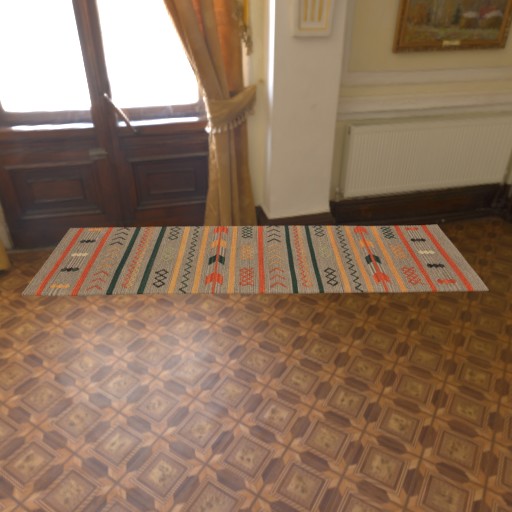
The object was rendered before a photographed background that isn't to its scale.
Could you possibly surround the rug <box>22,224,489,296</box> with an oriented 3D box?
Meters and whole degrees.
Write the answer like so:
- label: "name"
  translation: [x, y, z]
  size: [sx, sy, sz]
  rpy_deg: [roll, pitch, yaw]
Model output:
- label: "rug"
  translation: [0.000, 0.000, 2.599]
  size: [2.419, 0.022, 0.744]
  rpy_deg: [0, 31, -1]
